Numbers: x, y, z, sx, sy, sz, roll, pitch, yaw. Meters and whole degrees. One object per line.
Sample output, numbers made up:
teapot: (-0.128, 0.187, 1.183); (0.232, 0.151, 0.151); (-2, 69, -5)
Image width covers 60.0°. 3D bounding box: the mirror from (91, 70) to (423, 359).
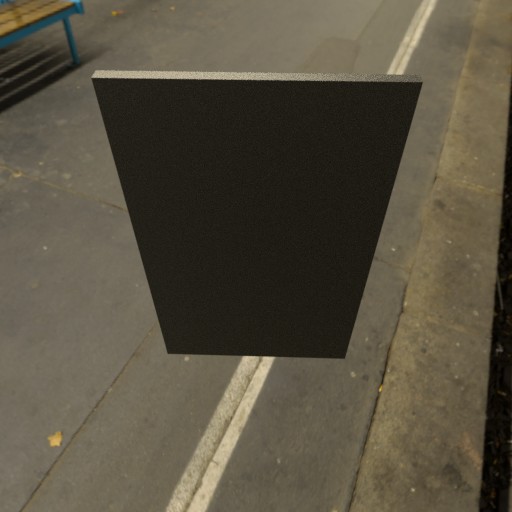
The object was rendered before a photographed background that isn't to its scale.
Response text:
mirror: (0.000, 0.000, 1.474); (0.762, 1.219, 0.038); (1, 47, 1)
